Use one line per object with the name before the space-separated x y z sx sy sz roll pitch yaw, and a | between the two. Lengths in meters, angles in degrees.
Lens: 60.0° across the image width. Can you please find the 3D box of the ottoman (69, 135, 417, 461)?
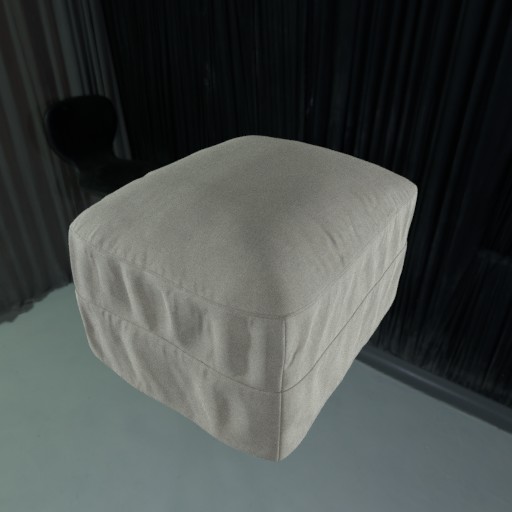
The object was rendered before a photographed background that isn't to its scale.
ottoman | 0.000 0.000 1.091 0.584 0.480 0.712 20 37 28
